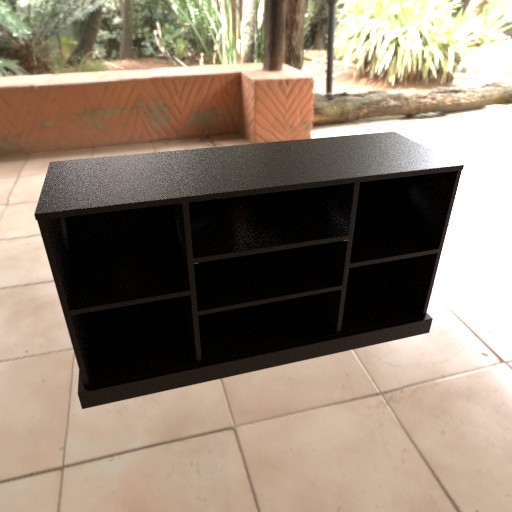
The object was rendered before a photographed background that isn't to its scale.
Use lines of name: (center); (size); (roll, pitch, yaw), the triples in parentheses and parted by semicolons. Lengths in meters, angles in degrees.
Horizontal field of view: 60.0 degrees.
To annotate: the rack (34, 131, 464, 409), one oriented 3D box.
rack: (0.000, 0.000, 1.477); (1.206, 0.635, 0.399); (-9, 32, -14)
